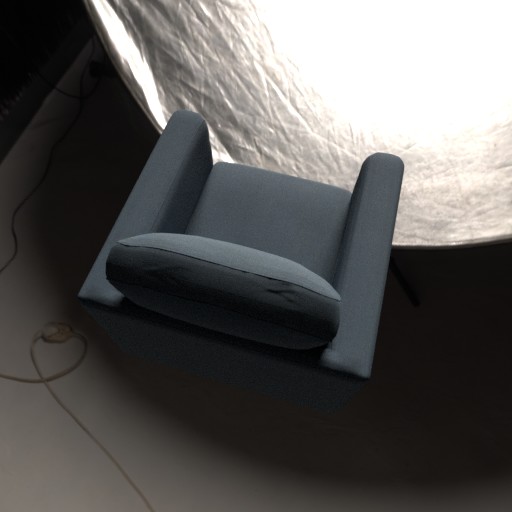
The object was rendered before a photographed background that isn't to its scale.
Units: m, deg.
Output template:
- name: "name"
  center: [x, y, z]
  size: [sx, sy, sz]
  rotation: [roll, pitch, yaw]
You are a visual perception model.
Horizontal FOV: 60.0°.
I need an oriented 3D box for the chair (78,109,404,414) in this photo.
- name: "chair"
  center: [0.000, 0.000, 1.589]
  size: [0.855, 0.922, 0.820]
  rotation: [14, 63, 7]
